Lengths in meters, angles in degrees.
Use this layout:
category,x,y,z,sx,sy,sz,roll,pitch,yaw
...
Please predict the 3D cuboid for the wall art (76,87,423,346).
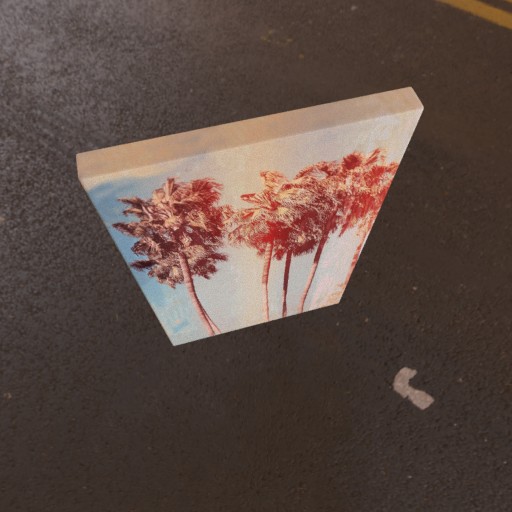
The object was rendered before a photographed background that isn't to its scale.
category,x,y,z,sx,sy,sz,roll,pitch,yaw
wall art,0.000,0.000,0.771,0.401,0.610,0.038,-14,63,-7
